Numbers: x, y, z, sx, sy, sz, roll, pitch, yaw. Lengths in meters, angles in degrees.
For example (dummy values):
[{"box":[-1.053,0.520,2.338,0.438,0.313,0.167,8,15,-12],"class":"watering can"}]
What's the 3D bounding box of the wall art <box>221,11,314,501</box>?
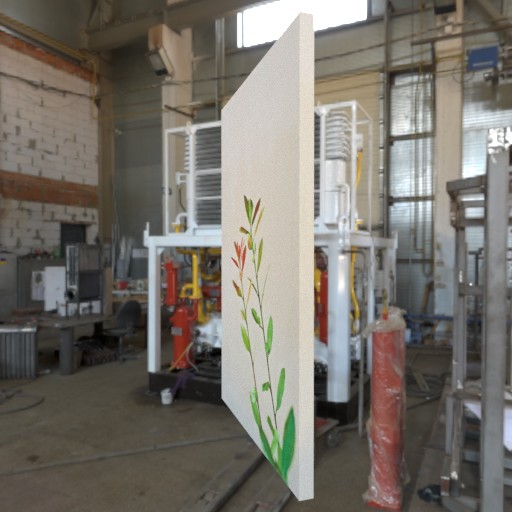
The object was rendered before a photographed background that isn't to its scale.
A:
[{"box":[0.000,0.000,1.402,0.038,1.143,0.764,0,1,-18],"class":"wall art"}]
